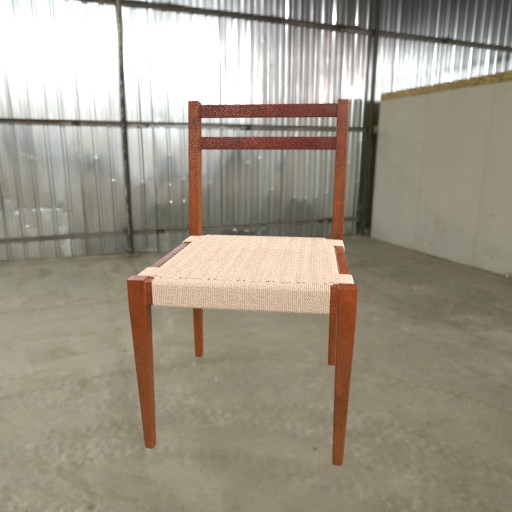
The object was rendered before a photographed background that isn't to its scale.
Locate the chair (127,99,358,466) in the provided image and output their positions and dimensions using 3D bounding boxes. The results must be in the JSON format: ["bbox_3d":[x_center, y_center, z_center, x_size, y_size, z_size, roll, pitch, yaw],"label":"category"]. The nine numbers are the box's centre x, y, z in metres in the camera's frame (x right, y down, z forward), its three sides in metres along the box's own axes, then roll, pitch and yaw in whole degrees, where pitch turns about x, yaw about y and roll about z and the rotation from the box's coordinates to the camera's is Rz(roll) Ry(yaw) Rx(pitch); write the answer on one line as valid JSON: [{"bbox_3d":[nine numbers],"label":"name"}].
[{"bbox_3d":[0.000,0.000,1.210,0.495,0.851,0.569,2,14,7],"label":"chair"}]
